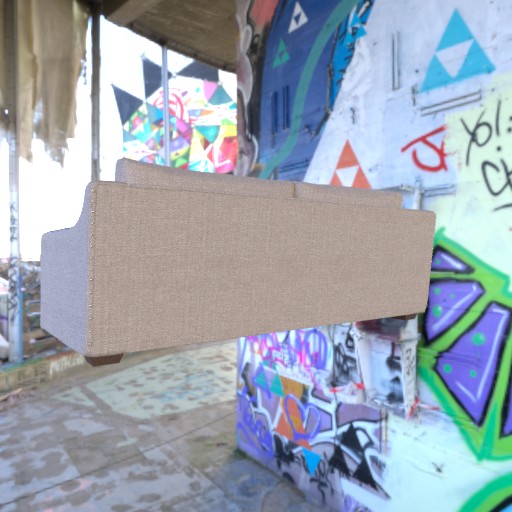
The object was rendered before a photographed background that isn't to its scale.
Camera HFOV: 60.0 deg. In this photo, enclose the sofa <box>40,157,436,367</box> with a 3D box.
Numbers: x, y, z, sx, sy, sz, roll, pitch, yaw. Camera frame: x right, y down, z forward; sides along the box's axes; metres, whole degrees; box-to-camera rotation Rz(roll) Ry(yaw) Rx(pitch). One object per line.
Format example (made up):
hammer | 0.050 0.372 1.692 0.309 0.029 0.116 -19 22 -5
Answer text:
sofa | 0.000 0.000 2.659 2.208 0.857 1.000 0 1 -36
